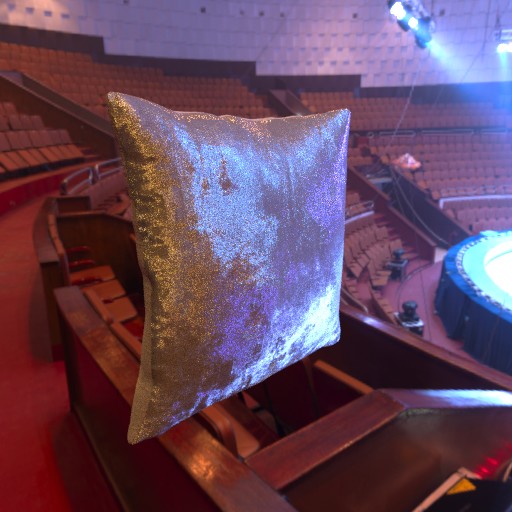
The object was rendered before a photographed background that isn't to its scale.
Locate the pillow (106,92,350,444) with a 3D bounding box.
[{"bbox_3d":[0.000,0.000,0.701,0.470,0.464,0.175,-15,22,-42],"label":"pillow"}]
